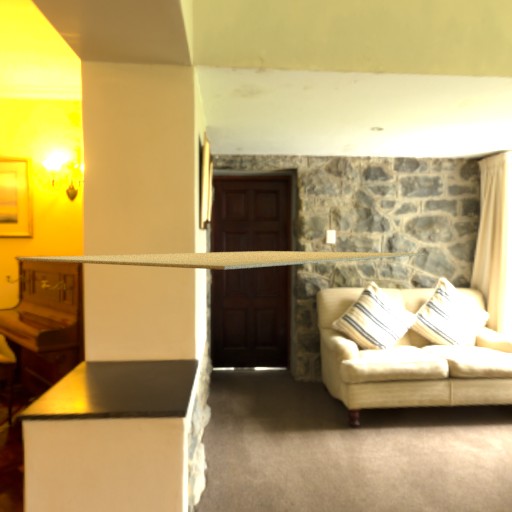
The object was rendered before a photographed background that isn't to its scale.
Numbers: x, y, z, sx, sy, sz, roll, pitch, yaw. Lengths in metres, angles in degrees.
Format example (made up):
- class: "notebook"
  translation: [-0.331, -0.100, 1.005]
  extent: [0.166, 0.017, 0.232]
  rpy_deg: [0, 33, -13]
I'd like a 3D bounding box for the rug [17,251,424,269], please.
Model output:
- class: "rug"
  translation: [0.000, 0.000, 2.991]
  extent: [1.524, 0.014, 2.438]
  rpy_deg: [1, 2, 36]
